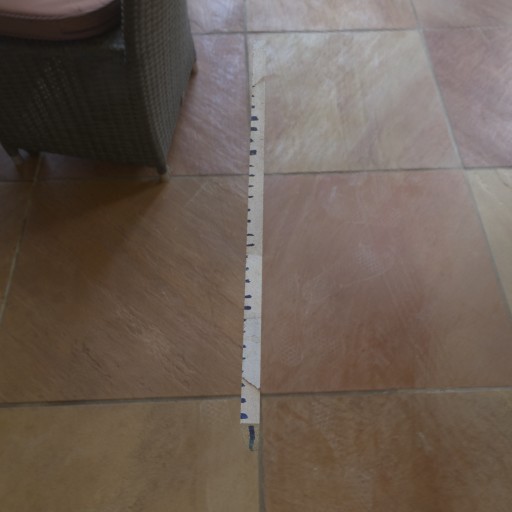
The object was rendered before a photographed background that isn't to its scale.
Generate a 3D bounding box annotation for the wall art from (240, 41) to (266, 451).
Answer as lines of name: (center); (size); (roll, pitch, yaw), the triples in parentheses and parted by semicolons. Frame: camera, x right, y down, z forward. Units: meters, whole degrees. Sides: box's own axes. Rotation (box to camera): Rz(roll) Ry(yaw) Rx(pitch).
wall art: (0.000, 0.000, 1.476); (0.038, 0.757, 1.143); (1, 63, 1)
